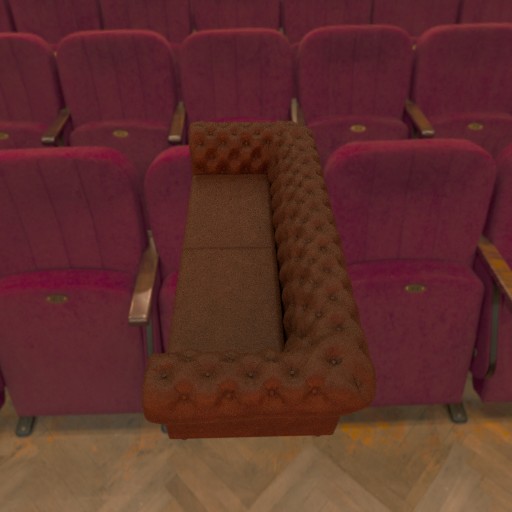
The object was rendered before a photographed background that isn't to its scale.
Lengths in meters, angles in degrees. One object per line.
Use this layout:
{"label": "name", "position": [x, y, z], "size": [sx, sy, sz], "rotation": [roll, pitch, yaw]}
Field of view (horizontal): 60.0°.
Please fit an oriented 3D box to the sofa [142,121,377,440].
{"label": "sofa", "position": [0.000, 0.000, 2.756], "size": [0.944, 0.783, 2.385], "rotation": [-1, 42, -1]}
